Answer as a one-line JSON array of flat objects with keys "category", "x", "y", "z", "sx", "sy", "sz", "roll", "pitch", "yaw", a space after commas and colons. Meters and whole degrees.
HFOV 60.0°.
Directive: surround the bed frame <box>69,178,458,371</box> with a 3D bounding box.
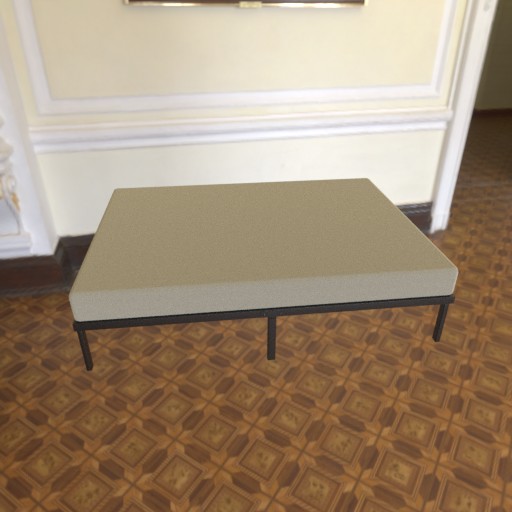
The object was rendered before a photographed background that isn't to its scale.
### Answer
[{"category": "bed frame", "x": 0.000, "y": 0.000, "z": 3.881, "sx": 2.842, "sy": 0.680, "sz": 2.205, "roll": 0, "pitch": 30, "yaw": 0}]
